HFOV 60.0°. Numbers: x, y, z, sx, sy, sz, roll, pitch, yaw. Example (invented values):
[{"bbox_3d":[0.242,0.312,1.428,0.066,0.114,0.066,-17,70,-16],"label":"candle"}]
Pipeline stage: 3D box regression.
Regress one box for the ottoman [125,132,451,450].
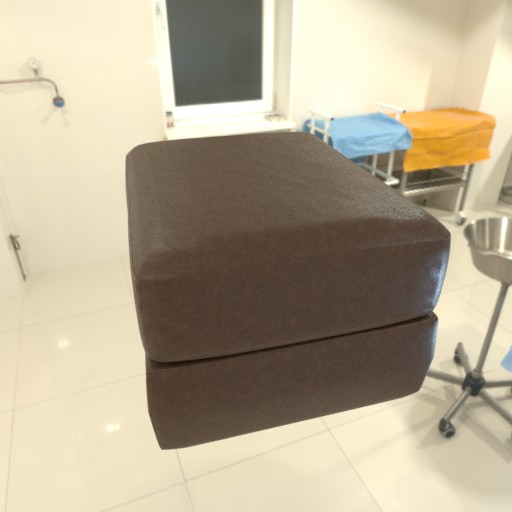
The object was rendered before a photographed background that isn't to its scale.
[{"bbox_3d":[0.000,0.000,1.131,0.603,0.476,0.751,-8,31,-13],"label":"ottoman"}]
